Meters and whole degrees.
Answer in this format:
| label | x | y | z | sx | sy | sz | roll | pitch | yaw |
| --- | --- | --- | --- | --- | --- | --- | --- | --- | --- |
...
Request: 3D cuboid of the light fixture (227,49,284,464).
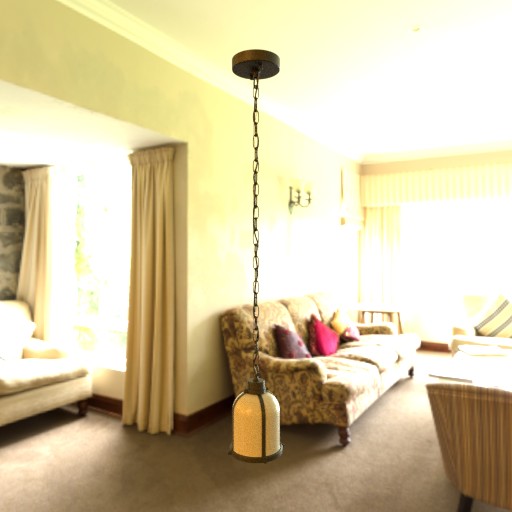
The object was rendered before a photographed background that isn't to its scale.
| label | x | y | z | sx | sy | sz | roll | pitch | yaw |
| --- | --- | --- | --- | --- | --- | --- | --- | --- | --- |
| light fixture | 0.000 | 0.000 | 1.339 | 0.178 | 1.181 | 0.178 | 0 | 0 | -18 |
